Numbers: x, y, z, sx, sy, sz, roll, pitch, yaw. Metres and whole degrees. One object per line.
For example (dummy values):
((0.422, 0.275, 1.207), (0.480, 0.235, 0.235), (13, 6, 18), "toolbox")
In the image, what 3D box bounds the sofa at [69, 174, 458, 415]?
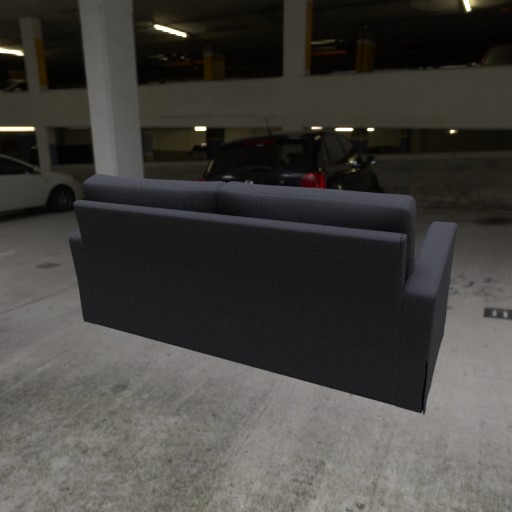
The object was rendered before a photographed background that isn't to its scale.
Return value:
((0.000, 0.000, 2.314), (1.852, 0.839, 0.898), (8, 18, 26), "sofa")
